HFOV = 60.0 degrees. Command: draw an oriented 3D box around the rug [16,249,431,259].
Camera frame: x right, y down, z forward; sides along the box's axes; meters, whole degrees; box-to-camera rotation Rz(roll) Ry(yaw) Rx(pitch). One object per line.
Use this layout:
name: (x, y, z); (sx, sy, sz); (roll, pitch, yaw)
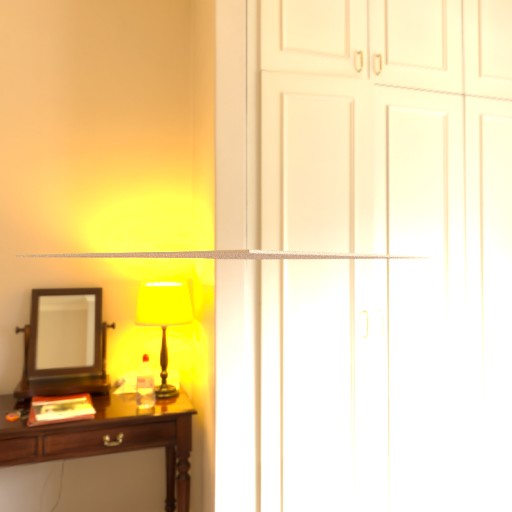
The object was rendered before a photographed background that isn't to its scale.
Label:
rug: (0.000, 0.000, 3.063); (1.706, 0.026, 2.438); (-1, -1, 36)
